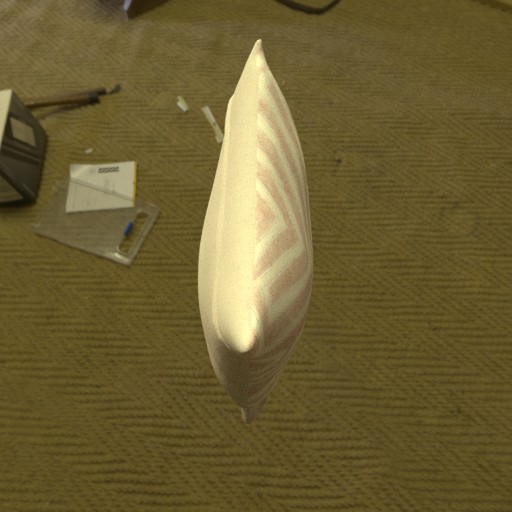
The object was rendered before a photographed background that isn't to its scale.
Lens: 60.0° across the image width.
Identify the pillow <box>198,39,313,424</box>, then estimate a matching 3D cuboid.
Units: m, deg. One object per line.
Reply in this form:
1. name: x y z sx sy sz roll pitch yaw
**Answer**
1. pillow: 0.000 0.000 0.683 0.182 0.441 0.440 1 63 1
